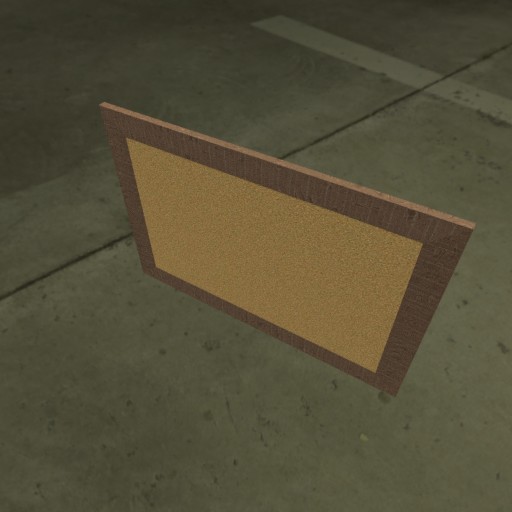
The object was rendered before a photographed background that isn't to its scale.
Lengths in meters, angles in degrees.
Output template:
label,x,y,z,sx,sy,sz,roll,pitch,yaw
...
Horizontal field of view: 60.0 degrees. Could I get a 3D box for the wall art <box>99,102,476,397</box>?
label,x,y,z,sx,sy,sz,roll,pitch,yaw
wall art,0.000,0.000,1.184,0.917,0.626,0.019,23,50,21
